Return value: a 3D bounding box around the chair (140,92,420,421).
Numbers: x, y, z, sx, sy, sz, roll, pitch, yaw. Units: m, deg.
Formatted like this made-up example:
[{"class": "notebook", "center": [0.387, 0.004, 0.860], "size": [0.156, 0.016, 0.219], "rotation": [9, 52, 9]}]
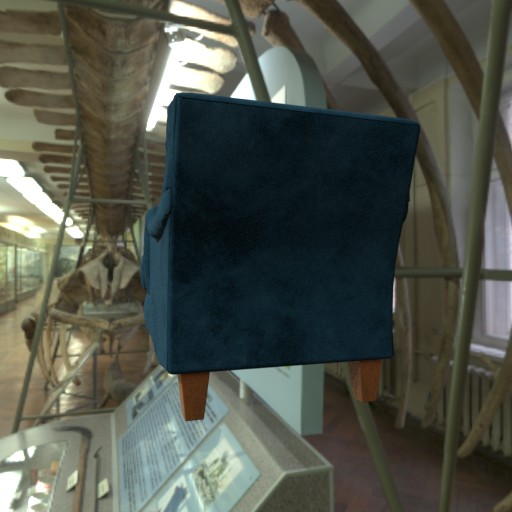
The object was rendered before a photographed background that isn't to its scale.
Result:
[{"class": "chair", "center": [0.000, 0.000, 1.867], "size": [0.895, 1.076, 1.078], "rotation": [0, -2, -18]}]
